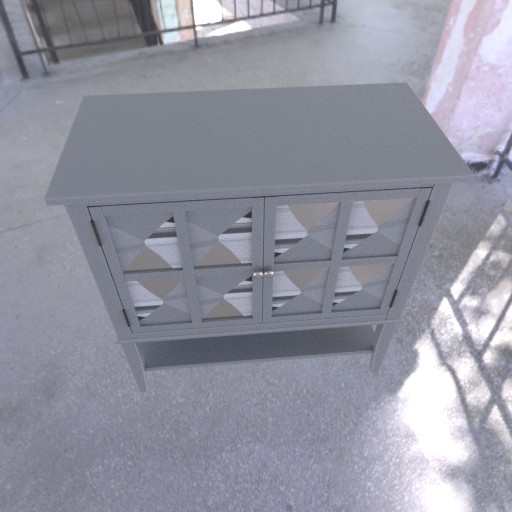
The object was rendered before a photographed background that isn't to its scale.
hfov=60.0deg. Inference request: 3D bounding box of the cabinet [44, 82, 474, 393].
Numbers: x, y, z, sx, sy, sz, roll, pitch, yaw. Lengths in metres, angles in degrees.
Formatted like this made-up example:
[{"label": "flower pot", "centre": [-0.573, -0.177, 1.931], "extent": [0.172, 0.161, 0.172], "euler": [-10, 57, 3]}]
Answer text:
[{"label": "cabinet", "centre": [0.000, 0.000, 1.237], "extent": [0.801, 0.780, 0.396], "euler": [-4, 46, -4]}]
